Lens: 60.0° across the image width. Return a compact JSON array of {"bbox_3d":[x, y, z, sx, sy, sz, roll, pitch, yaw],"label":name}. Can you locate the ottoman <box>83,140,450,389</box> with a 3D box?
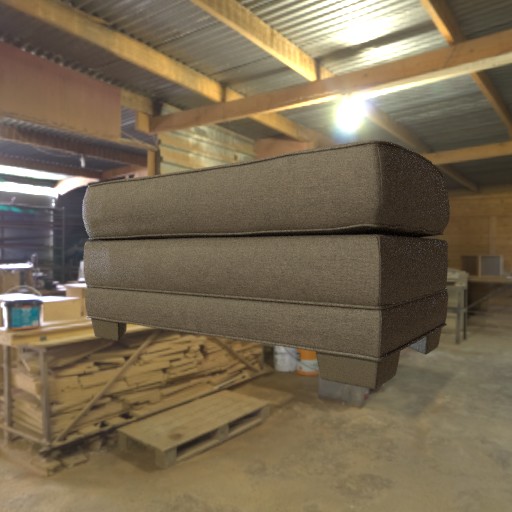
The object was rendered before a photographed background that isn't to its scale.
[{"bbox_3d":[0.000,0.000,1.152,0.864,0.448,0.490,0,1,36],"label":"ottoman"}]
